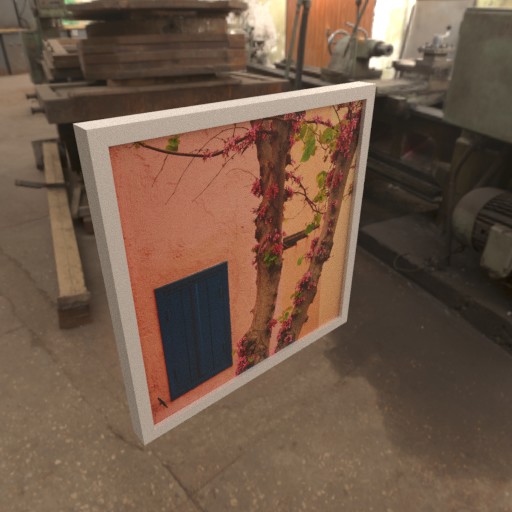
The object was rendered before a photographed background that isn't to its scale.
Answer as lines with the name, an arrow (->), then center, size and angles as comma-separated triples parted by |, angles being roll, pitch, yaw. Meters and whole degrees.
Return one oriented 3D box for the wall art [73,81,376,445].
wall art -> 0.000, 0.000, 0.753 | 0.507, 0.508, 0.038 | -22, 36, -34
